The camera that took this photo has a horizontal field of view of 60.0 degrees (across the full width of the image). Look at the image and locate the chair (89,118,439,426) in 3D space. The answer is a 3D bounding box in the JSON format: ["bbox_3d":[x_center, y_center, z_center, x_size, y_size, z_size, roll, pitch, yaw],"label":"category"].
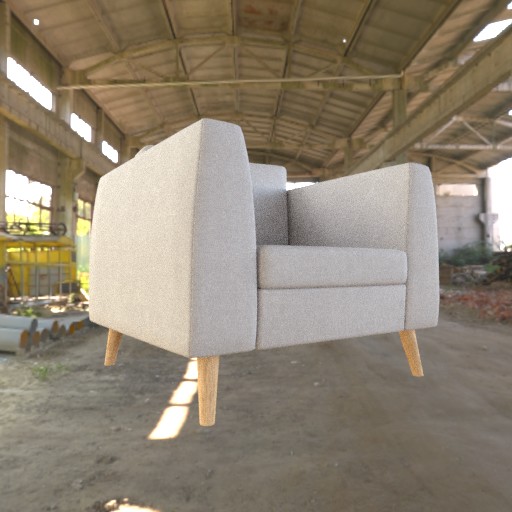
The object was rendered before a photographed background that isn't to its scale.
[{"bbox_3d":[0.000,0.000,1.682,1.000,0.860,0.930,1,-2,-35],"label":"chair"}]
